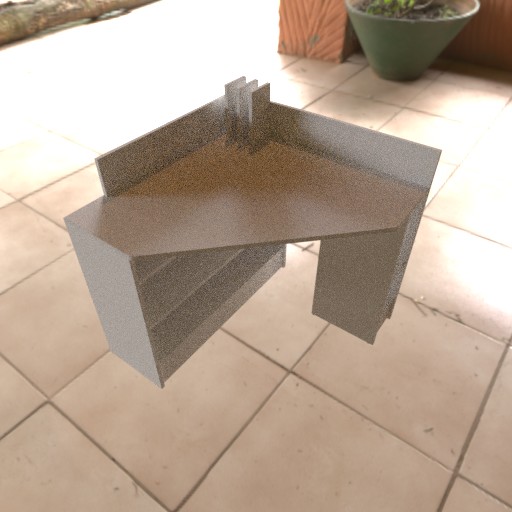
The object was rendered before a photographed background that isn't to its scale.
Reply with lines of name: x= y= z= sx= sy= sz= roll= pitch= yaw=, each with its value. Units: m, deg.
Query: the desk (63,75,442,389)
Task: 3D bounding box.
desk: x=0.000 y=0.000 z=1.758 sx=0.940 sy=0.986 sz=0.940 roll=26 pitch=48 yaw=26
